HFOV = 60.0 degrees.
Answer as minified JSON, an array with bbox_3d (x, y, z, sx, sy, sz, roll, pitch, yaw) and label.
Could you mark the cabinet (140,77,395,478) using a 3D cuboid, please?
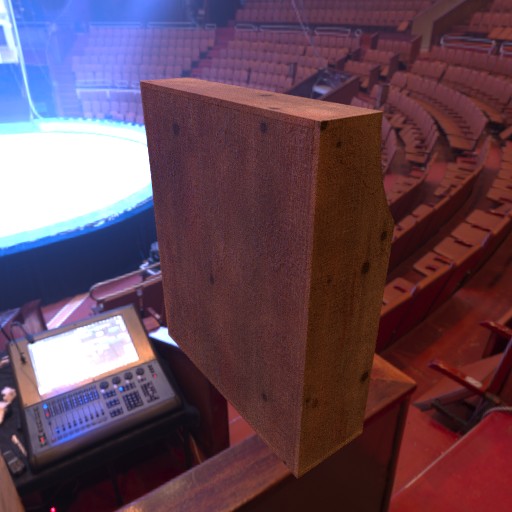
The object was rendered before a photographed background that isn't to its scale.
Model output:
[{"bbox_3d":[0.000,0.000,0.839,0.184,0.590,0.489,-19,33,-32],"label":"cabinet"}]
